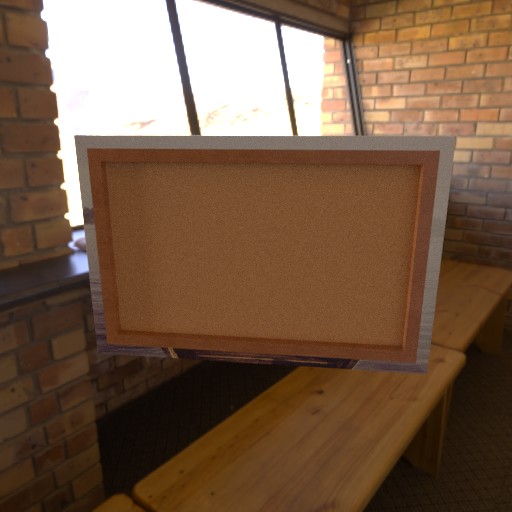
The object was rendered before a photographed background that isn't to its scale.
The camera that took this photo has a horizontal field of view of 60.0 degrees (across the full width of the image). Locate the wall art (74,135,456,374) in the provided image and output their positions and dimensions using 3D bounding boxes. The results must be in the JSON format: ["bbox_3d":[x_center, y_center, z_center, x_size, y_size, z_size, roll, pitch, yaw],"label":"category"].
[{"bbox_3d":[0.000,0.000,1.158,0.916,0.609,0.037,2,16,7],"label":"wall art"}]
